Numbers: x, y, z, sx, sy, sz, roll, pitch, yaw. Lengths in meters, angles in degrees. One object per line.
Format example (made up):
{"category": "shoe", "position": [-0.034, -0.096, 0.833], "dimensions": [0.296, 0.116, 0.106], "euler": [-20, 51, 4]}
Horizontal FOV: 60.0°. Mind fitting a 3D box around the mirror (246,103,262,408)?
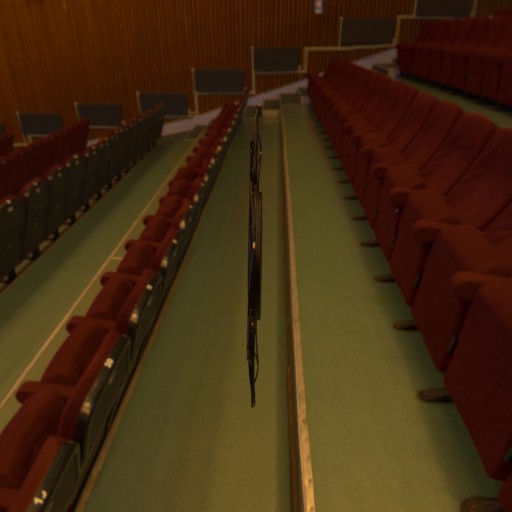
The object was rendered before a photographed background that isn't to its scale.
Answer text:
{"category": "mirror", "position": [0.000, 0.000, 1.185], "dimensions": [0.028, 0.775, 0.797], "euler": [1, 28, 1]}
